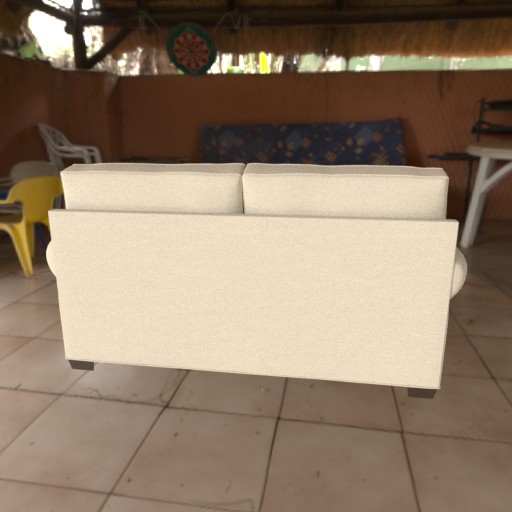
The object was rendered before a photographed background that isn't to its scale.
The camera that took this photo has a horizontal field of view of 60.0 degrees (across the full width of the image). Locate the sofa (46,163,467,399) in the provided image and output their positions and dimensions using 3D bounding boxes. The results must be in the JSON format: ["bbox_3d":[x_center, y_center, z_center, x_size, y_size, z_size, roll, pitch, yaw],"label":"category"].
[{"bbox_3d":[0.000,0.000,2.193,1.774,0.933,0.861,2,15,8],"label":"sofa"}]
